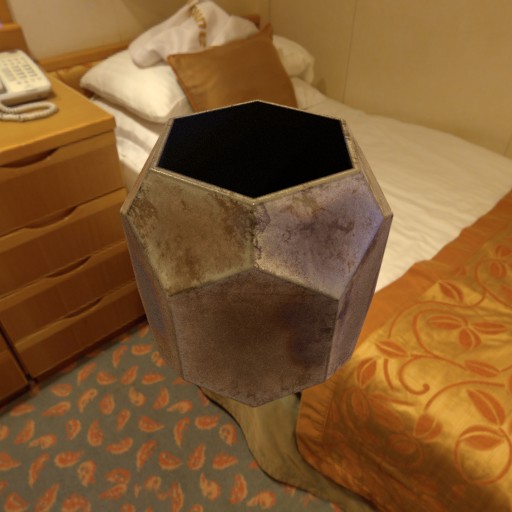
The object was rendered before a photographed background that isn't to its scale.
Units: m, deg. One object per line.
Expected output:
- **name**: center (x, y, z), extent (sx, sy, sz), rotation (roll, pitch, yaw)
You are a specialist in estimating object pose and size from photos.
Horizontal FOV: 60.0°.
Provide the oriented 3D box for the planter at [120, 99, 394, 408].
- **planter**: center (0.000, 0.000, 0.426), extent (0.243, 0.238, 0.221), rotation (1, 41, 1)
